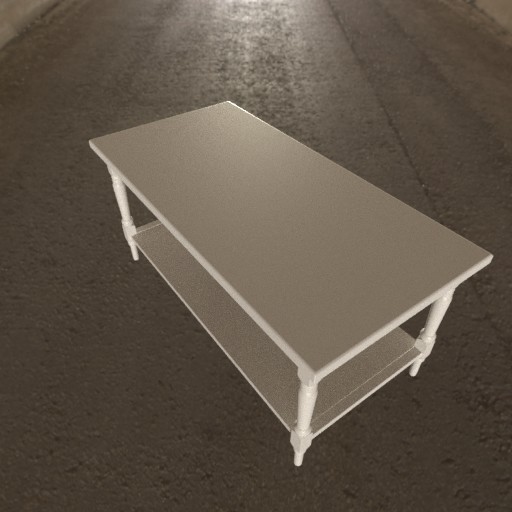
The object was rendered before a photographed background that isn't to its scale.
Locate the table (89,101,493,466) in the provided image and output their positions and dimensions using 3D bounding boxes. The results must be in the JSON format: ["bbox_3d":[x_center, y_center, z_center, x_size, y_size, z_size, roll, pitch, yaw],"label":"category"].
[{"bbox_3d":[0.000,0.000,1.402,0.550,0.510,1.107,-26,47,-26],"label":"table"}]
